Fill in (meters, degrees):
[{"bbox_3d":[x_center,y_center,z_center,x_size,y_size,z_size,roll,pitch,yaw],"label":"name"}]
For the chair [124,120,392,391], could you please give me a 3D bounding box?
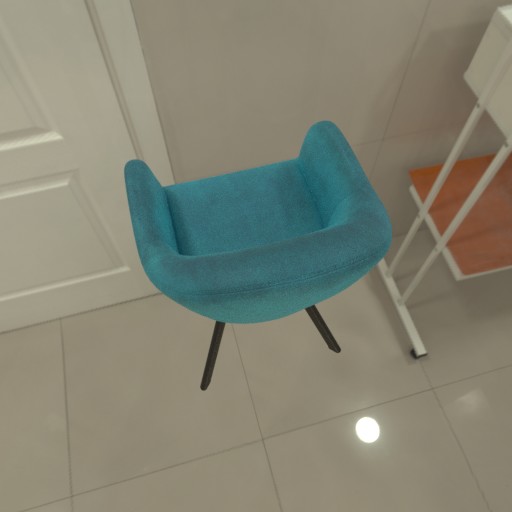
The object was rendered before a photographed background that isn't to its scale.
[{"bbox_3d":[0.000,0.000,1.155,0.540,0.780,0.570,-14,61,-8],"label":"chair"}]
